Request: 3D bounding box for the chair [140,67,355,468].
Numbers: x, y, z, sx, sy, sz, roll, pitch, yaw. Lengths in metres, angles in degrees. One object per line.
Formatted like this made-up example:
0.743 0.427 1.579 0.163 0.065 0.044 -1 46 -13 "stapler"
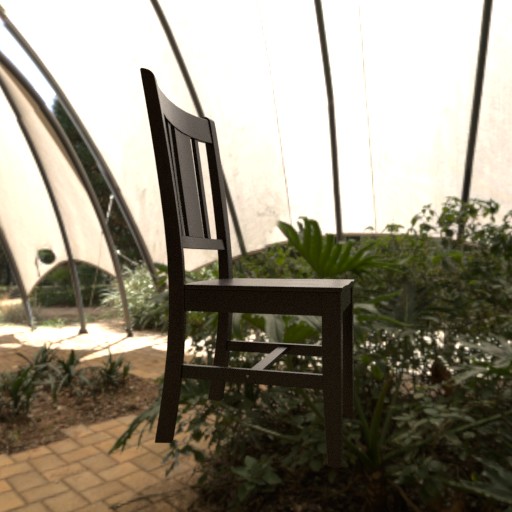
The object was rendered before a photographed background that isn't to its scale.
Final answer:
0.000 0.000 1.314 0.555 0.998 0.450 0 0 17 "chair"
